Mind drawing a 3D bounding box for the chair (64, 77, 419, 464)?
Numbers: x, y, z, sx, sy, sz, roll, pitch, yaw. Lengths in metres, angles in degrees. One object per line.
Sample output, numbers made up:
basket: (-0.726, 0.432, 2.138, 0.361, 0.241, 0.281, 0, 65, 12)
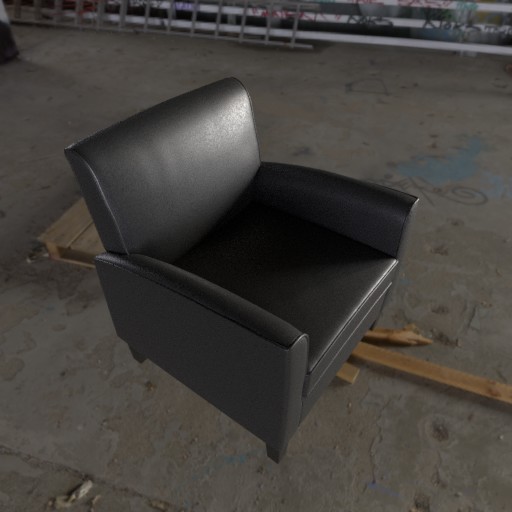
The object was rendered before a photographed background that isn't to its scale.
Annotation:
chair: (0.000, 0.000, 1.563, 0.819, 0.916, 0.820, 26, 47, 27)
